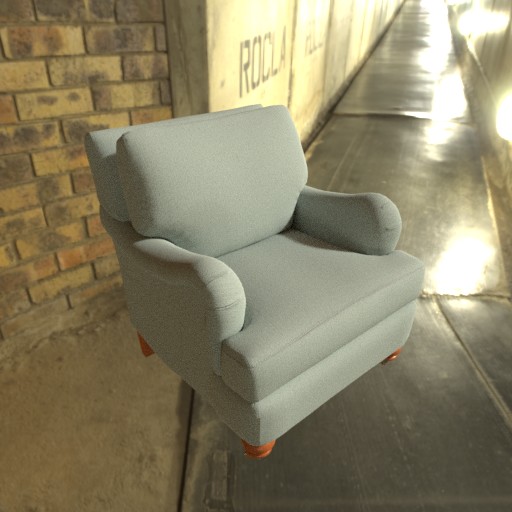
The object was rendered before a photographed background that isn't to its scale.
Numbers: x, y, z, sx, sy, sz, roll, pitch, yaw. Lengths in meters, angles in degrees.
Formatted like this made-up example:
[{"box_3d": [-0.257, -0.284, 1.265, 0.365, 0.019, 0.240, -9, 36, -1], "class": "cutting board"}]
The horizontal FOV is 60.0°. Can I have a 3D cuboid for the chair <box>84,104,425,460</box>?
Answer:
[{"box_3d": [0.000, 0.000, 1.827, 0.955, 1.038, 1.070, -23, 37, -34], "class": "chair"}]
